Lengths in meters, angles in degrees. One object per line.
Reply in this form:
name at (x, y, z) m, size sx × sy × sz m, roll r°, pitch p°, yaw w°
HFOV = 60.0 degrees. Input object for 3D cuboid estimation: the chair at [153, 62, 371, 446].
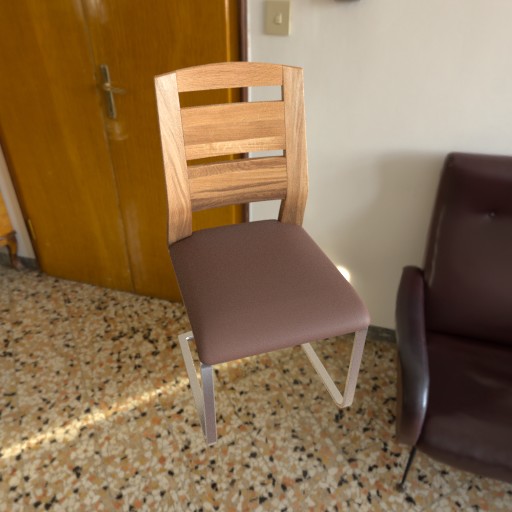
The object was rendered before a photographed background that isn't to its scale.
chair at (0.000, 0.000, 1.281) m, size 0.460 × 0.970 × 0.570 m, roll -10°, pitch 33°, yaw -15°
